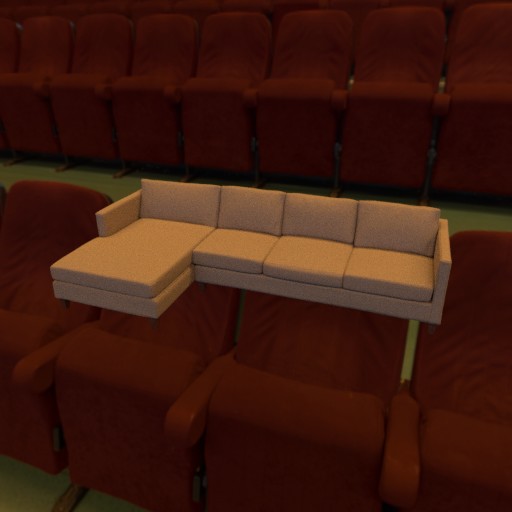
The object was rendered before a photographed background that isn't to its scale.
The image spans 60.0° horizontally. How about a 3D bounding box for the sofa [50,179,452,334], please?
[{"bbox_3d":[0.000,0.000,3.958,3.186,0.846,1.625,9,27,17],"label":"sofa"}]
